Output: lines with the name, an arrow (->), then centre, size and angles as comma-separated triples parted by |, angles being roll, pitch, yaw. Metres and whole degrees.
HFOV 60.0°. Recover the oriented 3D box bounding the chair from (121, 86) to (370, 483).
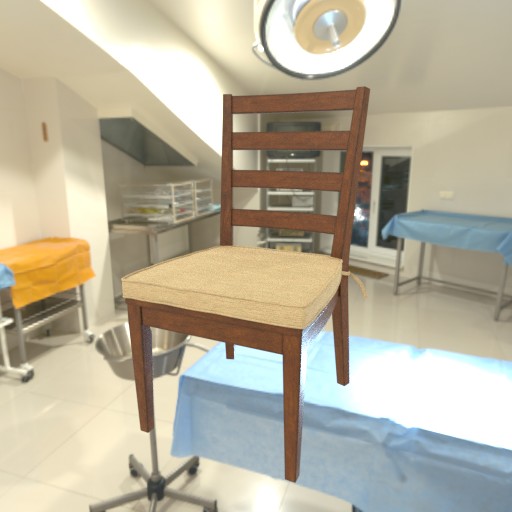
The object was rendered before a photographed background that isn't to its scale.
chair -> 0.000, 0.000, 1.320 | 0.593, 0.979, 0.595 | 7, 15, 25
